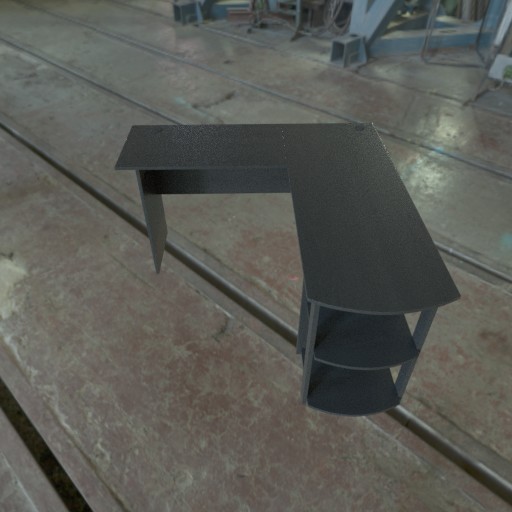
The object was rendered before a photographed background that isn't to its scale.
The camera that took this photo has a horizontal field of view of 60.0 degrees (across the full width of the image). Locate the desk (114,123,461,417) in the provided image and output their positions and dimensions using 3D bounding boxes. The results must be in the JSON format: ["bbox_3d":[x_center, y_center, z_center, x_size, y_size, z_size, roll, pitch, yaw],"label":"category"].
[{"bbox_3d":[0.000,0.000,2.124,1.303,0.716,1.361,-1,41,-1],"label":"desk"}]
